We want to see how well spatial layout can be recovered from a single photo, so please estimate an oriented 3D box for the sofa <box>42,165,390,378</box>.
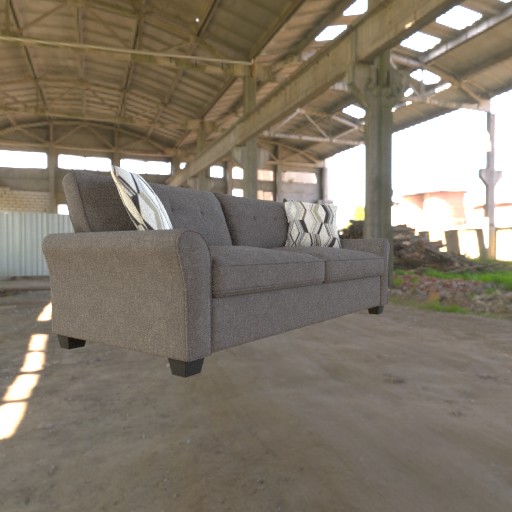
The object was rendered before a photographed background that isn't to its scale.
[{"bbox_3d":[0.000,0.000,2.528,0.889,0.813,2.032,1,1,36],"label":"sofa"}]
